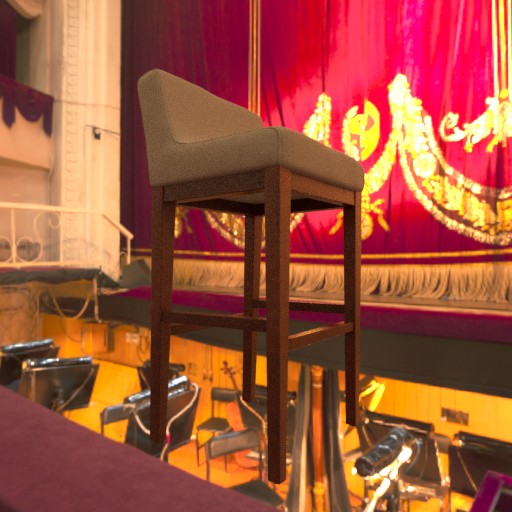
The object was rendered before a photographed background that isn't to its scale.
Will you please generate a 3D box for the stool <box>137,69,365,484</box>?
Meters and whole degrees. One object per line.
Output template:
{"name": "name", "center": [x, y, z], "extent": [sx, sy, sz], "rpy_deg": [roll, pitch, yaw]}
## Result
{"name": "stool", "center": [0.000, 0.000, 1.309], "extent": [0.500, 1.037, 0.511], "rpy_deg": [0, -1, 35]}
